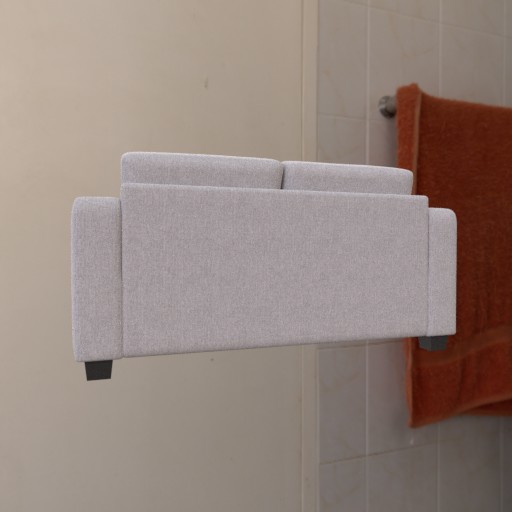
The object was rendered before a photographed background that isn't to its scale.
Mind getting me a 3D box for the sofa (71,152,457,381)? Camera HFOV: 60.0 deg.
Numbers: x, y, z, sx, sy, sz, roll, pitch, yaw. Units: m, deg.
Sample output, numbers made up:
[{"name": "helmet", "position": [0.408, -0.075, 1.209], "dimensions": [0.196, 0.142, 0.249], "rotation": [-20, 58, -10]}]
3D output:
[{"name": "sofa", "position": [0.000, 0.000, 2.071], "dimensions": [1.540, 0.800, 0.900], "rotation": [0, 1, -18]}]
